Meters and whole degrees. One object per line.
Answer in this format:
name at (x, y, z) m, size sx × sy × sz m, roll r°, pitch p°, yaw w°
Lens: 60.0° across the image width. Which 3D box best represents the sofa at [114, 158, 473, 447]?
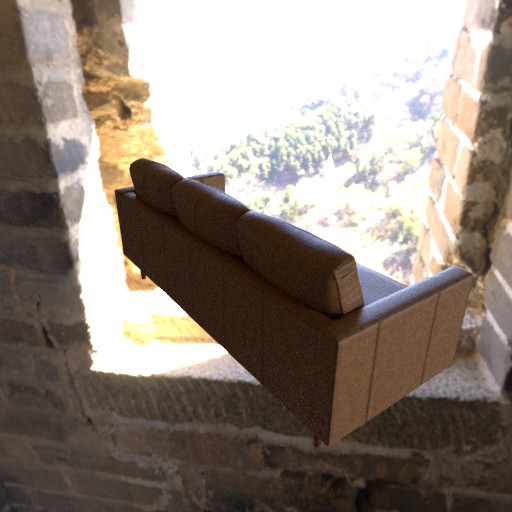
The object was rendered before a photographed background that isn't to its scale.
sofa at (0.000, 0.000, 2.696) m, size 0.903 × 0.930 × 2.231 m, roll -17°, pitch 31°, yaw -32°
